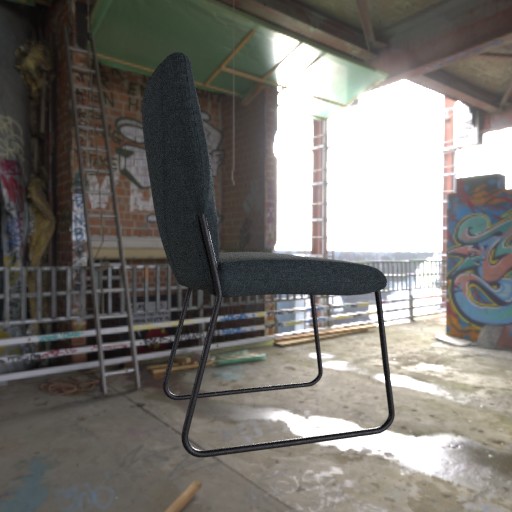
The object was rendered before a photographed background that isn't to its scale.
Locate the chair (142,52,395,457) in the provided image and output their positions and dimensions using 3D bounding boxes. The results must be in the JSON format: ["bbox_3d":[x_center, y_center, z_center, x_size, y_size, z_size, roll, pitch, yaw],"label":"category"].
[{"bbox_3d":[0.000,0.000,1.281,0.635,0.931,0.480,0,1,-18],"label":"chair"}]
